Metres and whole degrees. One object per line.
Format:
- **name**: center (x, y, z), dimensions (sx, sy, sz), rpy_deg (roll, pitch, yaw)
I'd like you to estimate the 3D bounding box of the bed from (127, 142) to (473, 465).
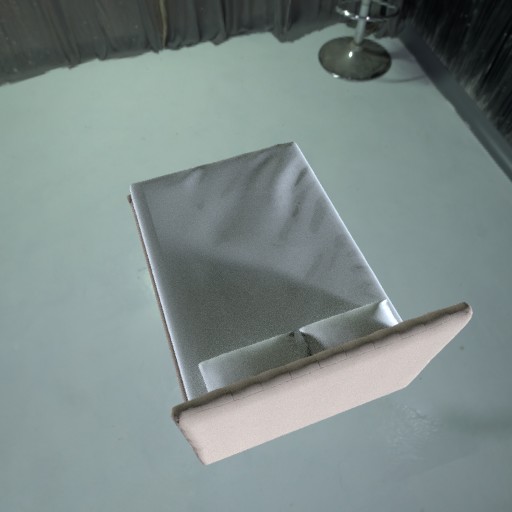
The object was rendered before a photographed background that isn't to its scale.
- **bed**: center (0.000, 0.000, 3.422), dimensions (1.698, 1.427, 2.387), rpy_deg (-17, 59, -10)
